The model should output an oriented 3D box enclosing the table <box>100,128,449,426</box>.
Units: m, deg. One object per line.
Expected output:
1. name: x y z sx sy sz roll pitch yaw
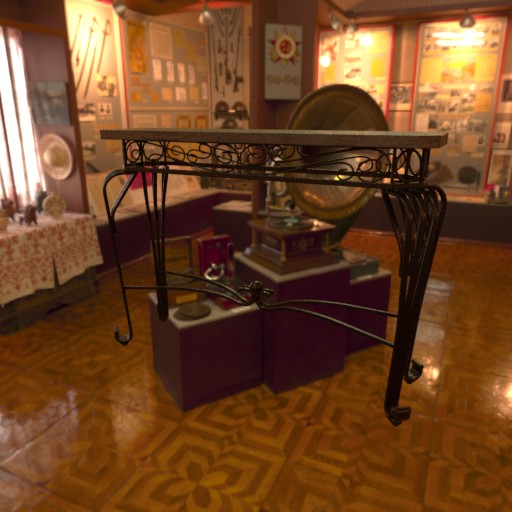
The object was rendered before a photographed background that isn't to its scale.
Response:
1. table: 0.000 0.000 1.473 1.112 0.800 0.329 9 19 26
